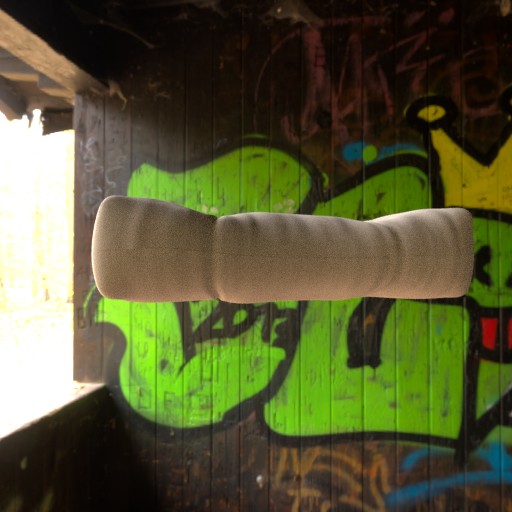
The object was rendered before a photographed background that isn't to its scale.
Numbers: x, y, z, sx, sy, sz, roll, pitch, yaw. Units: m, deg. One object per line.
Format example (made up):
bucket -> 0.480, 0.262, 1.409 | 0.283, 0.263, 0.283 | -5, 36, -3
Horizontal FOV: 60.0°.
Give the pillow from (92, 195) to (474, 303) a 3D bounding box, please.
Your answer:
pillow -> 0.000, 0.000, 0.725 | 0.490, 0.128, 0.468 | 0, -1, -17
